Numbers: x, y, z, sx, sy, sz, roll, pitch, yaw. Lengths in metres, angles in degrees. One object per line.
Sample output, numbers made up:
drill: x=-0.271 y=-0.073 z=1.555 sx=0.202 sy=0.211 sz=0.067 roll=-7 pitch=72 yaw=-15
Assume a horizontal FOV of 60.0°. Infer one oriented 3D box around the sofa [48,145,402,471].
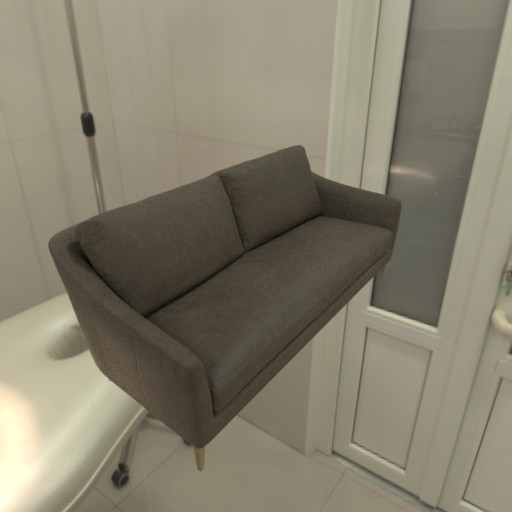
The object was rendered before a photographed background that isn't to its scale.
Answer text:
sofa: x=0.000 y=0.000 z=2.501 sx=0.960 sy=0.902 sz=2.036 roll=18 pitch=32 yaw=32
